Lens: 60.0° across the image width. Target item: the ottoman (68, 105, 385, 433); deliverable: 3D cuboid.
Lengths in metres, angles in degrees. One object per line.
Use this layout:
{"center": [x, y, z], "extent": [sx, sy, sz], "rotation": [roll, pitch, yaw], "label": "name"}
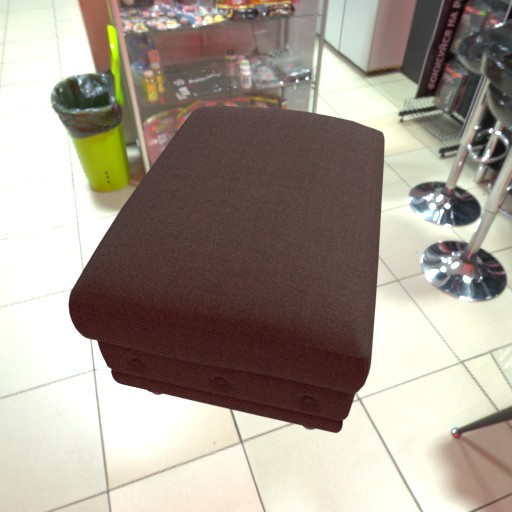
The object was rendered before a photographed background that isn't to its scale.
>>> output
{"center": [0.000, 0.000, 1.207], "extent": [0.599, 0.555, 0.809], "rotation": [10, 47, 9], "label": "ottoman"}
